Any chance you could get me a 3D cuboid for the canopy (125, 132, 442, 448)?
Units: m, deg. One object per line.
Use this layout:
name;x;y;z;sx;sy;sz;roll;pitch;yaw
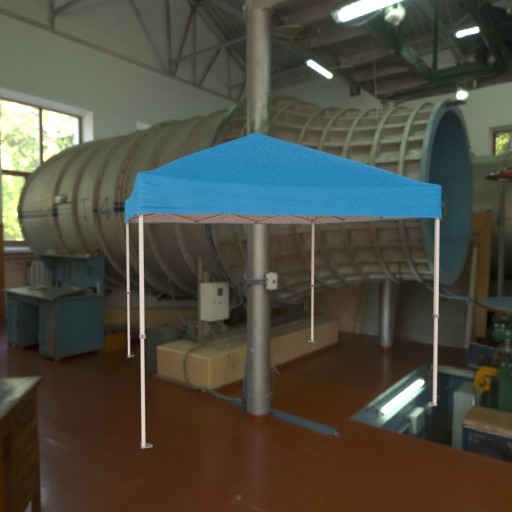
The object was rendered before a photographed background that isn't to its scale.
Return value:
canopy;0.000;0.000;5.442;2.998;2.997;2.996;-1;3;-18
